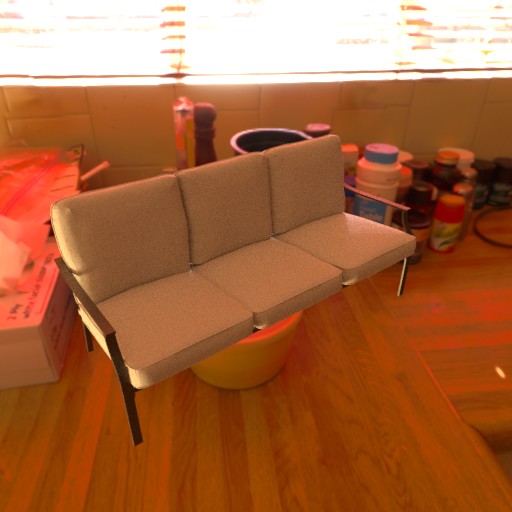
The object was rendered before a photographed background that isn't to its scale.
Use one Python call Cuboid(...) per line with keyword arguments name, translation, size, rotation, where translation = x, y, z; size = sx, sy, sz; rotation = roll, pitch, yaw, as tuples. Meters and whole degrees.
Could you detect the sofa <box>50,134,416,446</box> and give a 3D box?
Cuboid(name="sofa", translation=(0.000, 0.000, 2.256), size=(1.740, 0.860, 0.787), rotation=(-21, 37, -31))
